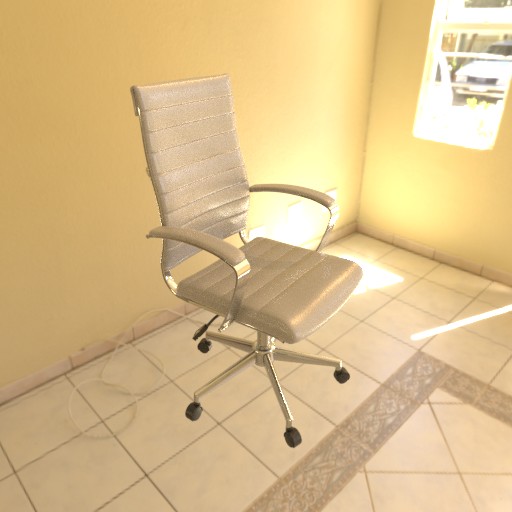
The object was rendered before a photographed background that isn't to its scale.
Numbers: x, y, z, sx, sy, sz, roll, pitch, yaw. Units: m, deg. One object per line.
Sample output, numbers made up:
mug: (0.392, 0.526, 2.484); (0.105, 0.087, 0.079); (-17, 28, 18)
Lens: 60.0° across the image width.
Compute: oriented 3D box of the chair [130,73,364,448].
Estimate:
chair: (0.000, 0.000, 1.588); (0.667, 1.149, 0.679); (19, 34, 32)
